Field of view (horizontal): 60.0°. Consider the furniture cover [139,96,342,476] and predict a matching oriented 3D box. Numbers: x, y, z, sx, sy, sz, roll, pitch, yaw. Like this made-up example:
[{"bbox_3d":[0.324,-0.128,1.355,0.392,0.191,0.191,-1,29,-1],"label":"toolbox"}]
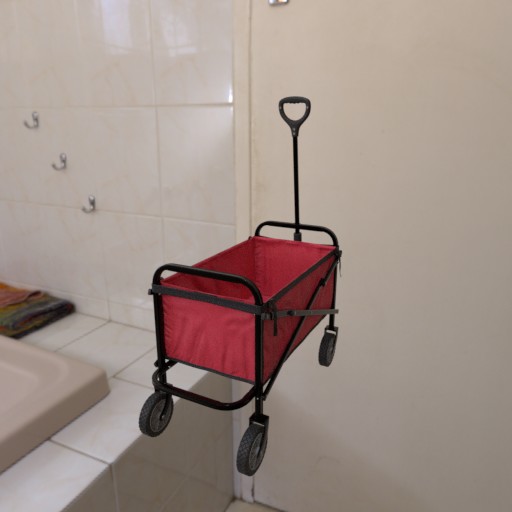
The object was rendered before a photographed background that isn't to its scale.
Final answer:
[{"bbox_3d":[0.000,0.000,1.857,0.532,1.295,1.038,9,19,26],"label":"furniture cover"}]
